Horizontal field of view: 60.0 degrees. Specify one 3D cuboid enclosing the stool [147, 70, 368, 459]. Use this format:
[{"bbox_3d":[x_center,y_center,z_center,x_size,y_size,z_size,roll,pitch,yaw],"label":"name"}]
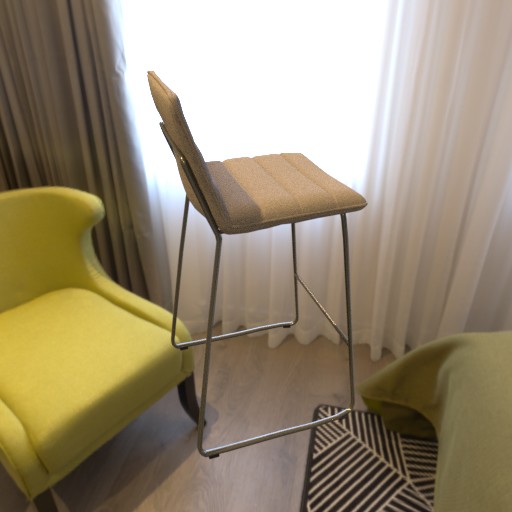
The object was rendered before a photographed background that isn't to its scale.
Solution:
[{"bbox_3d":[0.000,0.000,1.251,0.490,0.960,0.490,-9,31,-16],"label":"stool"}]
